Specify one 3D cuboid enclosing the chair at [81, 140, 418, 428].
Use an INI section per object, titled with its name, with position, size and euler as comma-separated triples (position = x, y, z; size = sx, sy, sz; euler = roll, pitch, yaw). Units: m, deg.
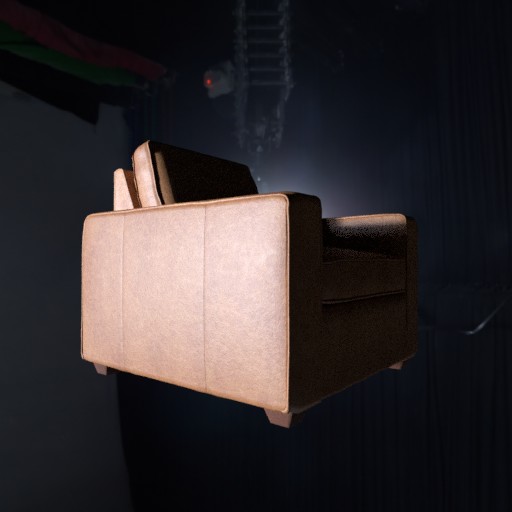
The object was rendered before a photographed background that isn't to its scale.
[chair]
position = 0.000, 0.000, 1.757
size = 1.027, 0.901, 0.987
euler = 0, 0, 36
